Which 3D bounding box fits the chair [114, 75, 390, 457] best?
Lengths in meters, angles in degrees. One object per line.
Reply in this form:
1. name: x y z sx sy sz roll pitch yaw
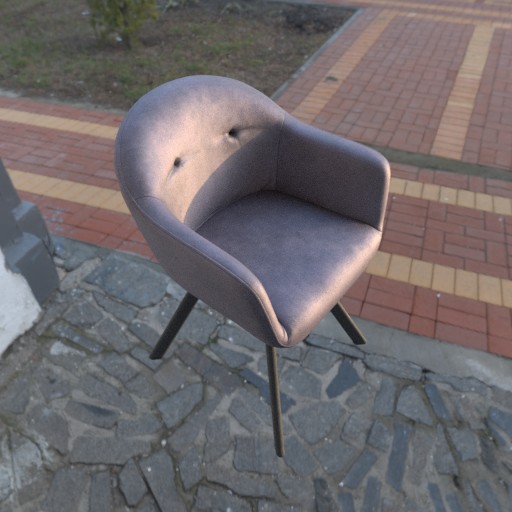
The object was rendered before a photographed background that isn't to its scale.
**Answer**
1. chair: 0.000 0.000 1.158 0.544 0.781 0.567 28 49 27
